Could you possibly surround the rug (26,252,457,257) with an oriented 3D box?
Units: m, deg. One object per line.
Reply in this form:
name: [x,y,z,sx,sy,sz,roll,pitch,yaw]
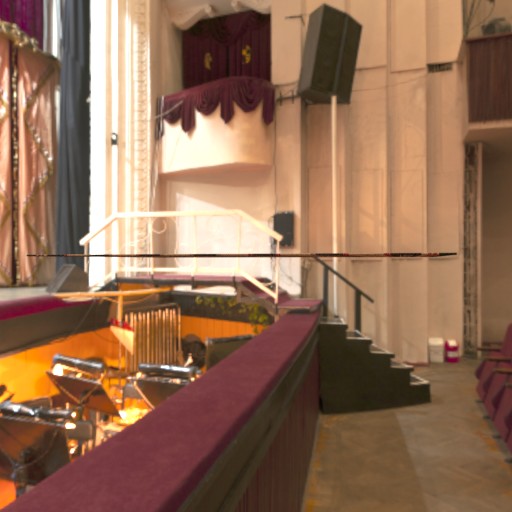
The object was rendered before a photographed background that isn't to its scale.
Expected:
rug: [0.000,0.000,2.328,1.825,0.009,1.221,0,-1,18]
